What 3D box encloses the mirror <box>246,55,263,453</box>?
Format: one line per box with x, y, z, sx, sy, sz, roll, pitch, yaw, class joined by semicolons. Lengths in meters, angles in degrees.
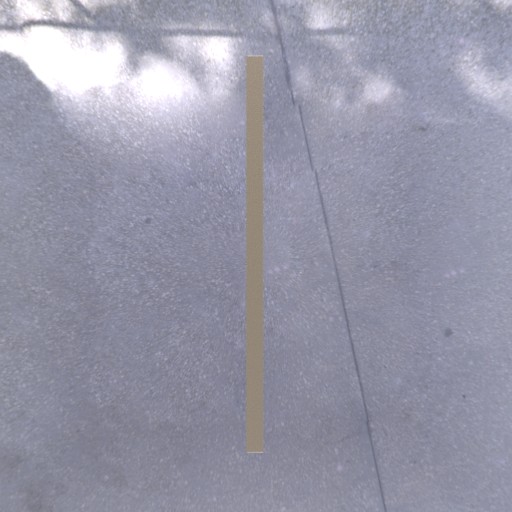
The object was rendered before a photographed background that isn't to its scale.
0.000;0.000;1.354;0.032;1.023;0.756;0;89;0;mirror
